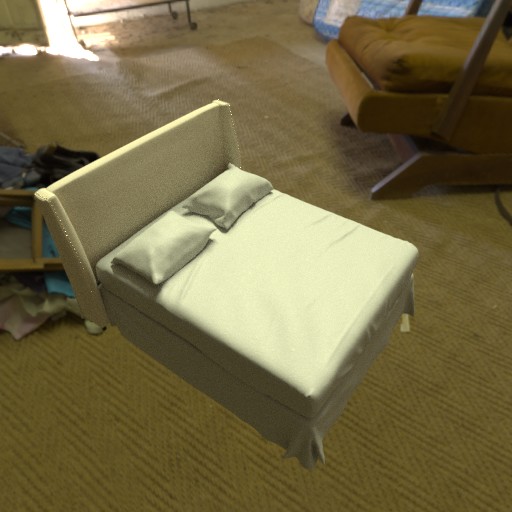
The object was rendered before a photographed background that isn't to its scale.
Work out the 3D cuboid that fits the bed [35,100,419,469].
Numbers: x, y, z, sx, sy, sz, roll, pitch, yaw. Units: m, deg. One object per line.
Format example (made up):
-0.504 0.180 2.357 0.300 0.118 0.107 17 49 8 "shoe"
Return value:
0.000 0.000 3.422 2.276 1.332 1.925 26 48 26 "bed"
